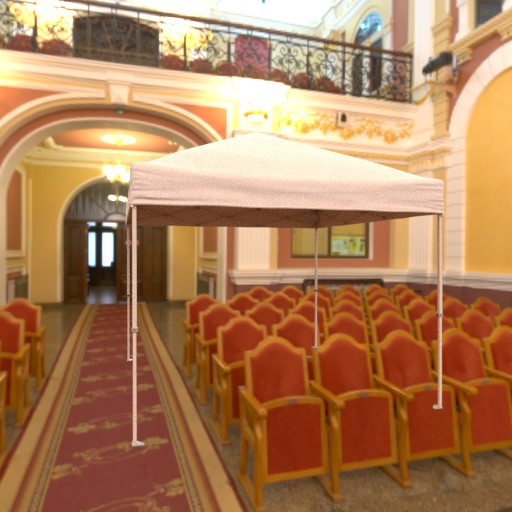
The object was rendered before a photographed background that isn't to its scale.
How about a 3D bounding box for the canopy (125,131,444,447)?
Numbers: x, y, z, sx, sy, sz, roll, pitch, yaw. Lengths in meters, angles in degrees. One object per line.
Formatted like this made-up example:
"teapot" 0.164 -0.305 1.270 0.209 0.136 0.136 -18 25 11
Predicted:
"canopy" 0.000 0.000 5.356 2.998 2.997 2.996 0 1 -17
